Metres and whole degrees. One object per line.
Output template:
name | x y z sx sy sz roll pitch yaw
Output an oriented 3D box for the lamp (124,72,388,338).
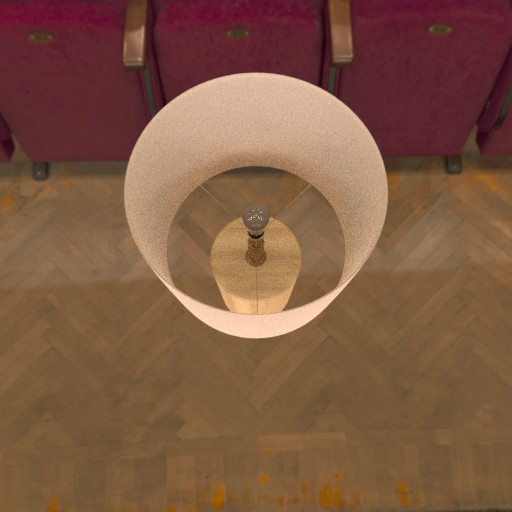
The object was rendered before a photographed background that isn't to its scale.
lamp | 0.000 0.000 0.593 0.228 0.444 0.228 -1 74 0
